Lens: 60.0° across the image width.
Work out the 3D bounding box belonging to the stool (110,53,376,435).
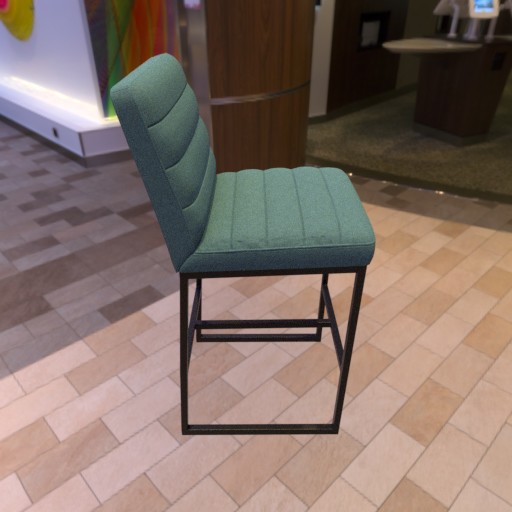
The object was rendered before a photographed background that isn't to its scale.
[{"bbox_3d":[0.000,0.000,1.290,0.560,1.040,0.460,0,32,0],"label":"stool"}]
